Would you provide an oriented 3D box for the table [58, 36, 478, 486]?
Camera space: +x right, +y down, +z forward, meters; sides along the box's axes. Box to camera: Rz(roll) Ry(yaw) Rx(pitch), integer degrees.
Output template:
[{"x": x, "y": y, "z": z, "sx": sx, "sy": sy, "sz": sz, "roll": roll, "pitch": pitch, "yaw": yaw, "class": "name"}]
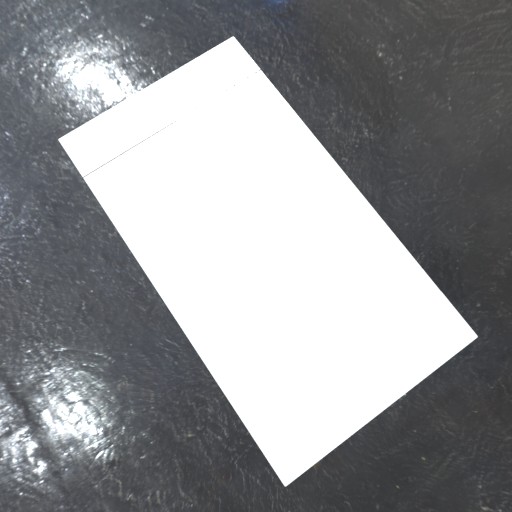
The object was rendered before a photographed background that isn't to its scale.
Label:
[{"x": 0.000, "y": 0.000, "z": 1.391, "sx": 0.600, "sy": 0.495, "sz": 1.062, "roll": -34, "pitch": 78, "yaw": -8, "class": "table"}]
